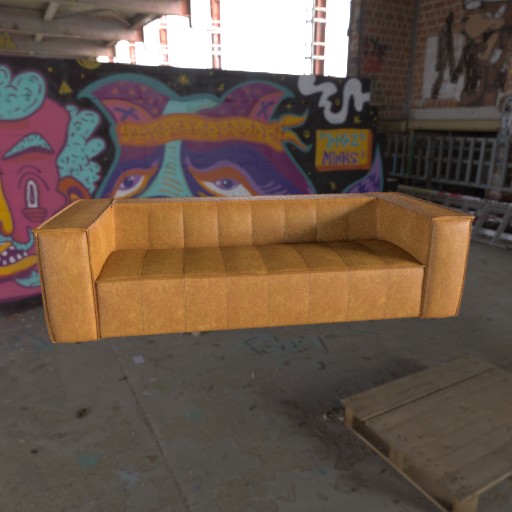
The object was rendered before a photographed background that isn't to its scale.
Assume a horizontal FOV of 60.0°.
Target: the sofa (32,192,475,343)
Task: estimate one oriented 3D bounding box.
[{"bbox_3d":[0.000,0.000,3.081,2.581,0.701,1.102,-2,16,-8],"label":"sofa"}]
